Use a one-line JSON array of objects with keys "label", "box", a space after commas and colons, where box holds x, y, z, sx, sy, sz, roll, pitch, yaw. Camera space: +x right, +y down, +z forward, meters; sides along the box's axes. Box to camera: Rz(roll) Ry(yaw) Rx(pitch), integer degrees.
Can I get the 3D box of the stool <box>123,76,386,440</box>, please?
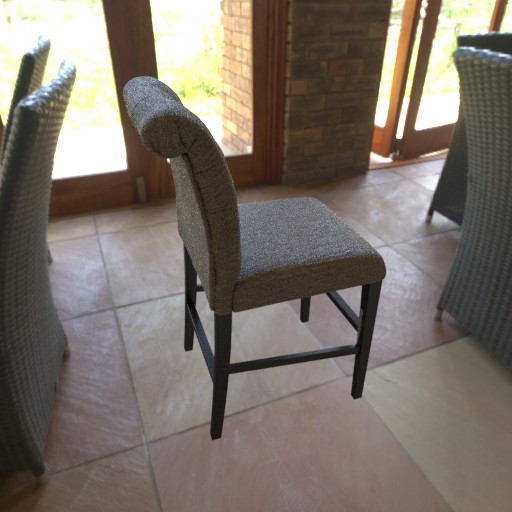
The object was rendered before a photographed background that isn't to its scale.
[{"label": "stool", "box": [0.000, 0.000, 1.313, 0.611, 0.970, 0.457, -10, 33, -16]}]
